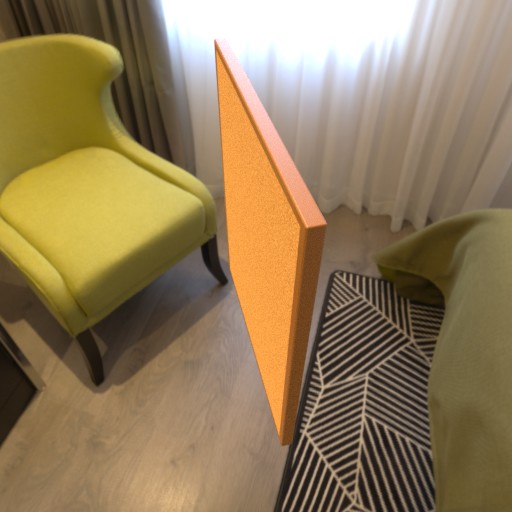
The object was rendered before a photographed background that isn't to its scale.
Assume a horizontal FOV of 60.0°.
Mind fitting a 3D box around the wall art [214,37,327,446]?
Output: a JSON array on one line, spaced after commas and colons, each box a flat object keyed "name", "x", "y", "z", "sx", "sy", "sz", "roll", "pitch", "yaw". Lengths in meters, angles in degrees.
[{"name": "wall art", "x": 0.000, "y": 0.000, "z": 0.522, "sx": 0.015, "sy": 0.379, "sz": 0.310, "roll": -11, "pitch": 48, "yaw": -10}]
